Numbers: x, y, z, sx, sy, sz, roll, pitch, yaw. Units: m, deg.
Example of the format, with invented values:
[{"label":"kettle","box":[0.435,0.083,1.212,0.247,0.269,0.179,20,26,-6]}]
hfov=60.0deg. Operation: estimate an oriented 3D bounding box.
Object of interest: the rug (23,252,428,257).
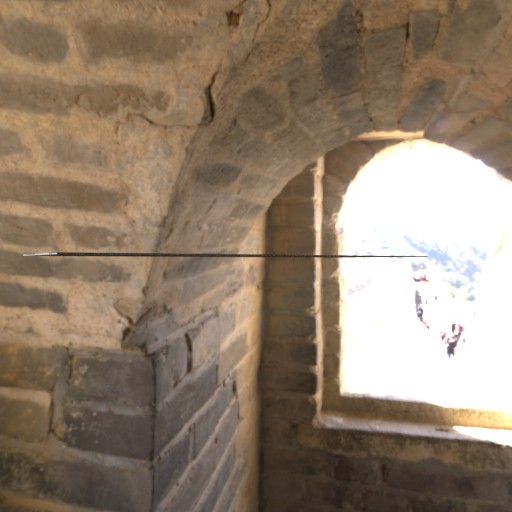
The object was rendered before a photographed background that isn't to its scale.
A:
[{"label":"rug","box":[0.000,0.000,2.708,2.437,0.008,0.774,0,-1,-36]}]
